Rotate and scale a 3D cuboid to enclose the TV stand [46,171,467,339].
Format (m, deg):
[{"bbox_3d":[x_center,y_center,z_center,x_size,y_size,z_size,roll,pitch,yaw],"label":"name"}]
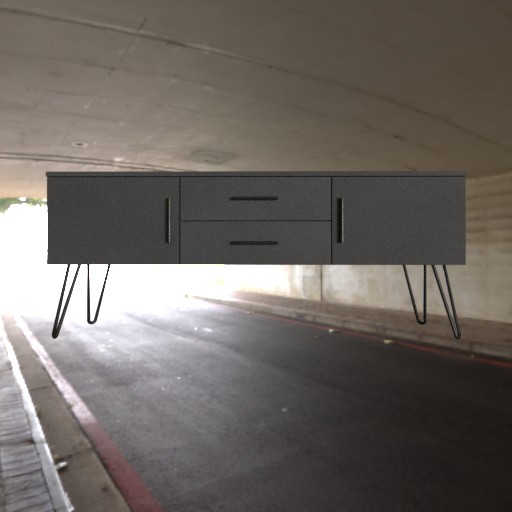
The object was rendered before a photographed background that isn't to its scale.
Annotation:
[{"bbox_3d":[0.000,0.000,1.656,1.400,0.560,0.400,0,-1,0],"label":"TV stand"}]
